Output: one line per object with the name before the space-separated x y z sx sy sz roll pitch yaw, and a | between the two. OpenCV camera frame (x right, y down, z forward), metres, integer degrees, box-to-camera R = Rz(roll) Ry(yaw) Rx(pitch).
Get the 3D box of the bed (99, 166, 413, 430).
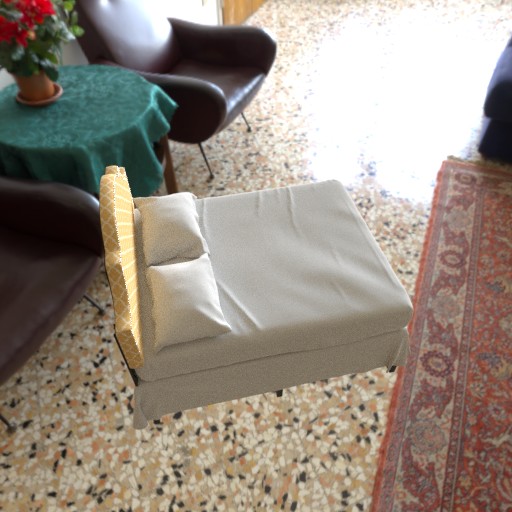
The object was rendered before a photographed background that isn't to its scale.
bed | 0.000 0.000 3.452 2.222 1.633 1.780 -10 48 -9
